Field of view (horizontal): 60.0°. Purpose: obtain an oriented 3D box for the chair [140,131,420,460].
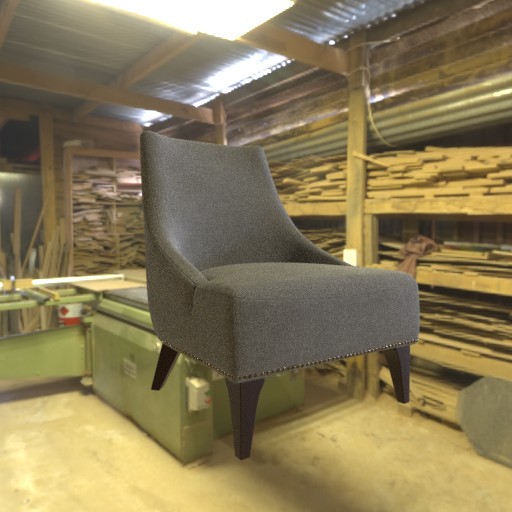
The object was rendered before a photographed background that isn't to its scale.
[{"bbox_3d":[0.000,0.000,1.517,0.701,0.909,0.861,-2,4,-35],"label":"chair"}]
